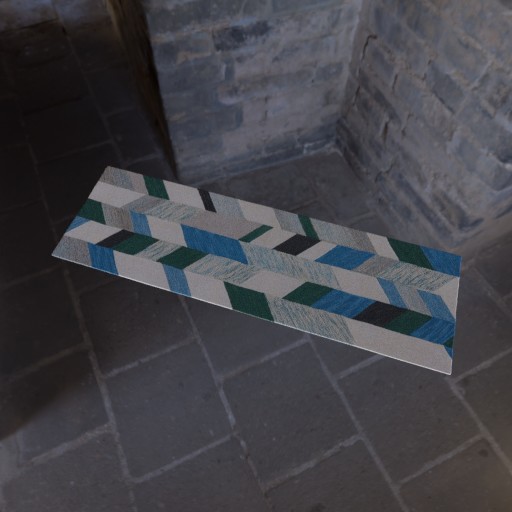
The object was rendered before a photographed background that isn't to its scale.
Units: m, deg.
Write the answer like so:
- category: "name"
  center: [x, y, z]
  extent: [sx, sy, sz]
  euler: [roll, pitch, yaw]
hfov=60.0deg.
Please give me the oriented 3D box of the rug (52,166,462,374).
- category: "rug"
  center: [0.000, 0.000, 2.748]
  extent: [2.437, 0.008, 0.774]
  euler: [15, 61, 9]
